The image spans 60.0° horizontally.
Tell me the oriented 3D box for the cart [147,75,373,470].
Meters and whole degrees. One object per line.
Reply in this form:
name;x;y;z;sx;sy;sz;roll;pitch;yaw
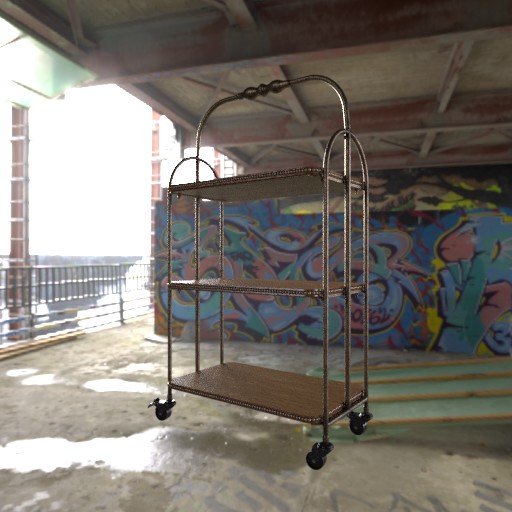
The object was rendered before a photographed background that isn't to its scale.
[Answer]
cart;0.000;0.000;1.371;0.650;1.052;0.330;0;0;36
